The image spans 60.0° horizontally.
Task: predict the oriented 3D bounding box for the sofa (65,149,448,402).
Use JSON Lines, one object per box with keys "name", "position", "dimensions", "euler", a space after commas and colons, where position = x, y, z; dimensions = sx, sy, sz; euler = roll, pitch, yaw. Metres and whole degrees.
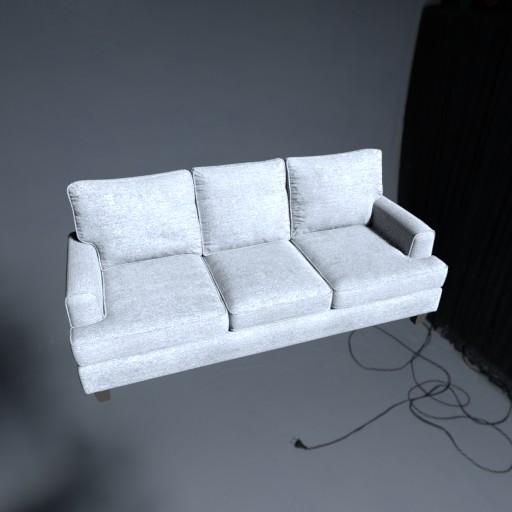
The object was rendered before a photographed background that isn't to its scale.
{"name": "sofa", "position": [0.000, 0.000, 2.711], "dimensions": [2.158, 0.965, 0.951], "euler": [-10, 32, -16]}
